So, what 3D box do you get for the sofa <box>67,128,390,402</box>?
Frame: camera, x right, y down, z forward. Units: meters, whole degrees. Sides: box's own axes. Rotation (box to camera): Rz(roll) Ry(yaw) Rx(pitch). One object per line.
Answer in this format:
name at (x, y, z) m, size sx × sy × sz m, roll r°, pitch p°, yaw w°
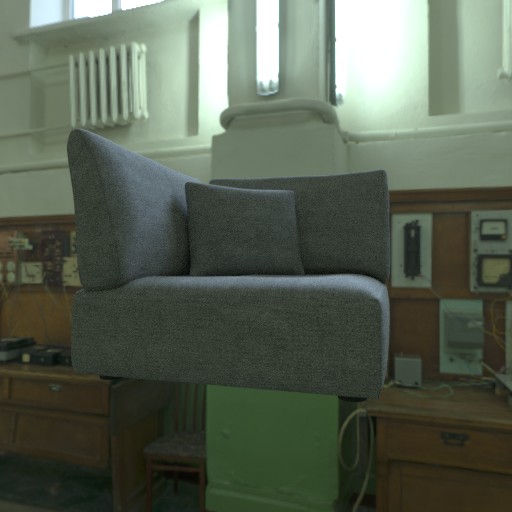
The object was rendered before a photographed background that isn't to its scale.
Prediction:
sofa at (0.000, 0.000, 1.732) m, size 1.000 × 0.820 × 1.000 m, roll 0°, pitch -1°, yaw 17°
